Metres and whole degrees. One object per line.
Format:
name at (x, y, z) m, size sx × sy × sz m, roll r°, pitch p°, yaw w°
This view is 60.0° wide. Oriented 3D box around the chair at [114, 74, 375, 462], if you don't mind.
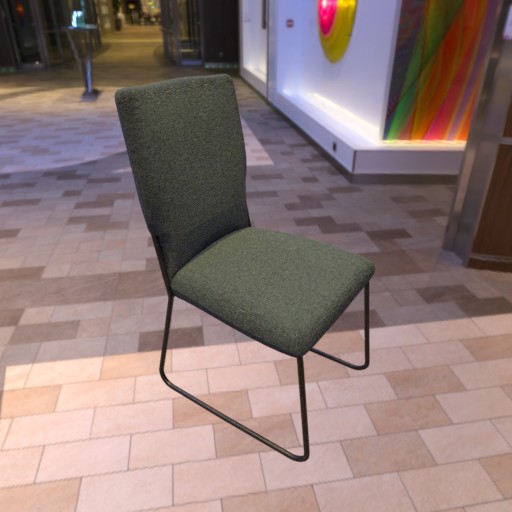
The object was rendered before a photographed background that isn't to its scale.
chair at (0.000, 0.000, 1.297) m, size 0.635 × 0.931 × 0.480 m, roll 18°, pitch 34°, yaw 29°
